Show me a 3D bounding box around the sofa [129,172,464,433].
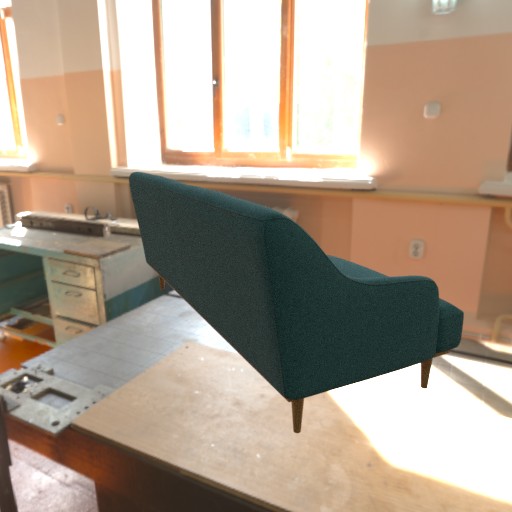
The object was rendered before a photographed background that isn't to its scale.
[{"bbox_3d":[0.000,0.000,2.519,0.978,0.871,2.057,-8,17,-26],"label":"sofa"}]
